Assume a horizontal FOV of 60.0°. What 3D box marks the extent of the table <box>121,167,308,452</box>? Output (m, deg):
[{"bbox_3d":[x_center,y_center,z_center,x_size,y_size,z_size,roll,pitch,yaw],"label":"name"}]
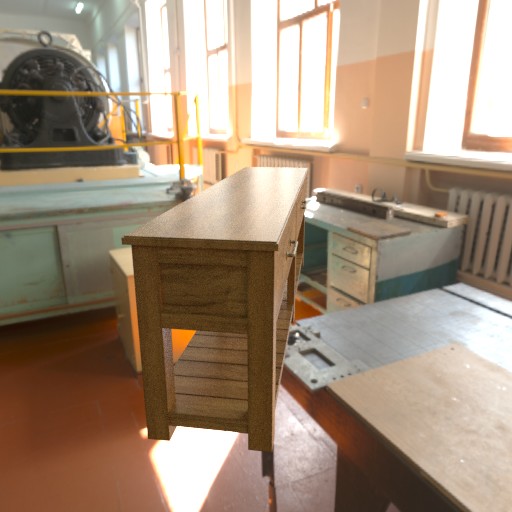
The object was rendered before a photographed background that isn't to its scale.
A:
[{"bbox_3d":[0.000,0.000,2.063,0.425,0.635,1.815,3,17,8],"label":"table"}]
